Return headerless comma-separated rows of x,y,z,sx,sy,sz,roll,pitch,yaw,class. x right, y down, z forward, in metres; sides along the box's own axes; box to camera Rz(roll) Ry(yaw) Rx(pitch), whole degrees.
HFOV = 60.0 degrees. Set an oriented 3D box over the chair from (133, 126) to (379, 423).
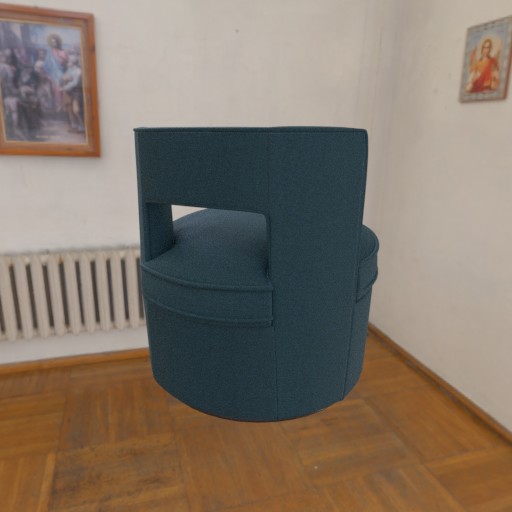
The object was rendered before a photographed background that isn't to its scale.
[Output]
0.000,0.000,1.274,0.684,0.711,0.660,8,18,27,chair
